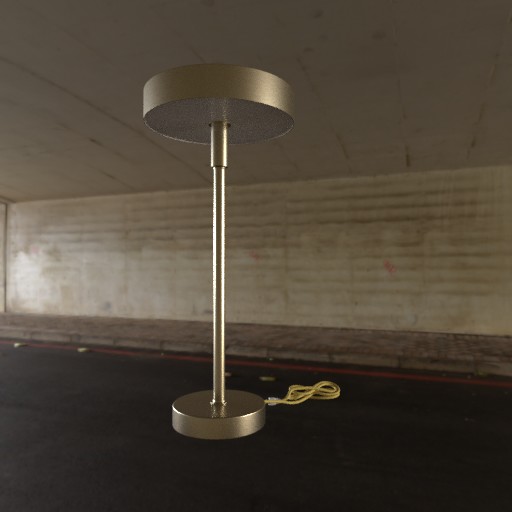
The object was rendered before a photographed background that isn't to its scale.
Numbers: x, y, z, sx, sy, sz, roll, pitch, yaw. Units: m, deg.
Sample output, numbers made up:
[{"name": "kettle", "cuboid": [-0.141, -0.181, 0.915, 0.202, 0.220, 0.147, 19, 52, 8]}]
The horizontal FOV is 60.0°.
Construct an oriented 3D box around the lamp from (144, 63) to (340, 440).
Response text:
[{"name": "lamp", "cuboid": [0.000, 0.000, 0.723, 0.369, 0.508, 0.229, 1, -2, -37]}]
